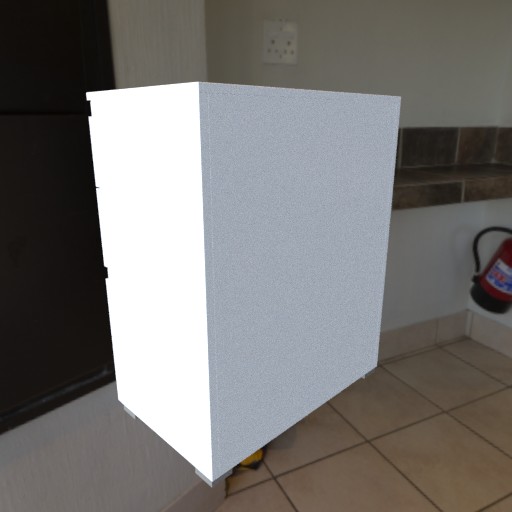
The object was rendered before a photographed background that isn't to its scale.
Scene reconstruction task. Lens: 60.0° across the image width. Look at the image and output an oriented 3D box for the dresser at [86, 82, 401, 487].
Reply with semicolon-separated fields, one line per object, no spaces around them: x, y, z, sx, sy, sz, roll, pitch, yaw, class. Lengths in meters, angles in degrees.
0.000;0.000;1.169;0.650;0.800;0.400;-16;23;-42;dresser
